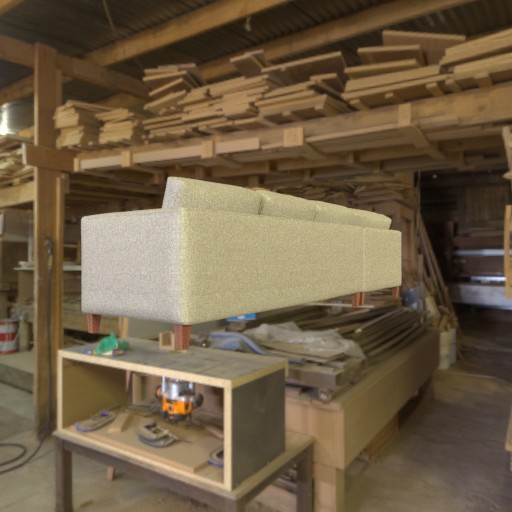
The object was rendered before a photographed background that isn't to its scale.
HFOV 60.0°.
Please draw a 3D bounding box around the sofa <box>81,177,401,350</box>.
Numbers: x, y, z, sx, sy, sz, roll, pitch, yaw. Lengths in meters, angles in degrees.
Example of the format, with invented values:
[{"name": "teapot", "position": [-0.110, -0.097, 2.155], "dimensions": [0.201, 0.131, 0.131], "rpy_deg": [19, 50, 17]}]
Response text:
[{"name": "sofa", "position": [0.000, 0.000, 3.795], "dimensions": [1.502, 0.876, 3.201], "rpy_deg": [0, 1, 36]}]
